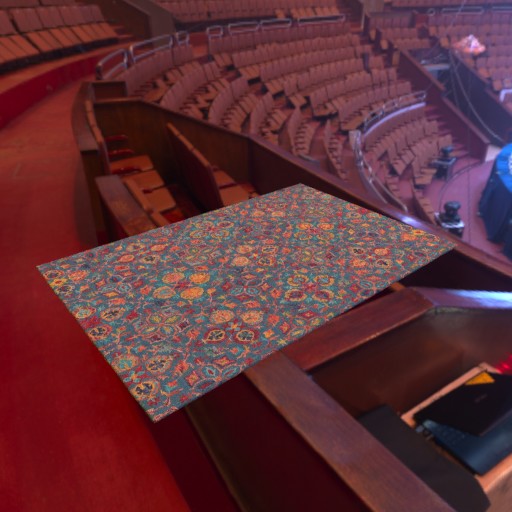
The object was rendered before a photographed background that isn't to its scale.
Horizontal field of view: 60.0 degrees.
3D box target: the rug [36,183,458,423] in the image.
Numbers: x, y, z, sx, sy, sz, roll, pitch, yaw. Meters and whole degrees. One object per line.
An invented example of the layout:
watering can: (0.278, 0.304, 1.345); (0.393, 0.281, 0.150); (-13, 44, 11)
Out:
rug: (0.000, 0.000, 2.300); (1.836, 0.014, 1.216); (-22, 37, -34)
